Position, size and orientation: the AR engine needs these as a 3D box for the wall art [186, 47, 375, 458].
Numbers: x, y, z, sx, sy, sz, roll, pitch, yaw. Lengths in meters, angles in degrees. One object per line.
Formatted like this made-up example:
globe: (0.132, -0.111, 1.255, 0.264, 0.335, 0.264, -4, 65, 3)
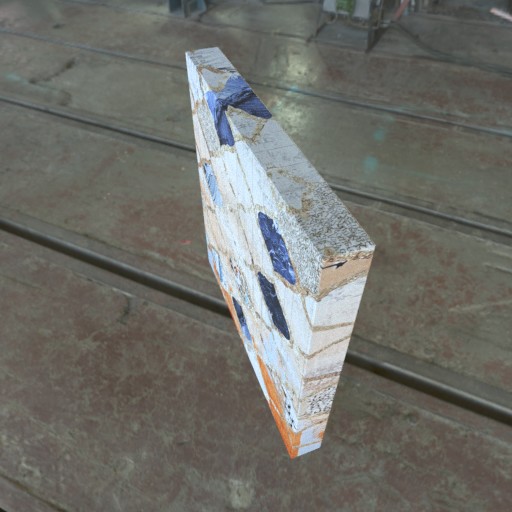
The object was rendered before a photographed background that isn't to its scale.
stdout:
wall art: (0.000, 0.000, 0.453, 0.036, 0.304, 0.303, -15, 48, -14)
